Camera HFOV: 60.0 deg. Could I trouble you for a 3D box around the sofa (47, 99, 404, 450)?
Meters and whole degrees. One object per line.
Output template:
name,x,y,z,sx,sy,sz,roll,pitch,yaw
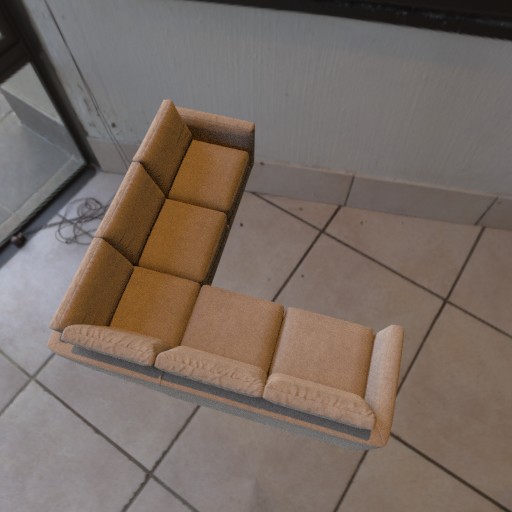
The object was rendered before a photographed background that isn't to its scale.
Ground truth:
sofa,0.000,0.000,3.663,2.438,0.864,2.438,14,64,7
